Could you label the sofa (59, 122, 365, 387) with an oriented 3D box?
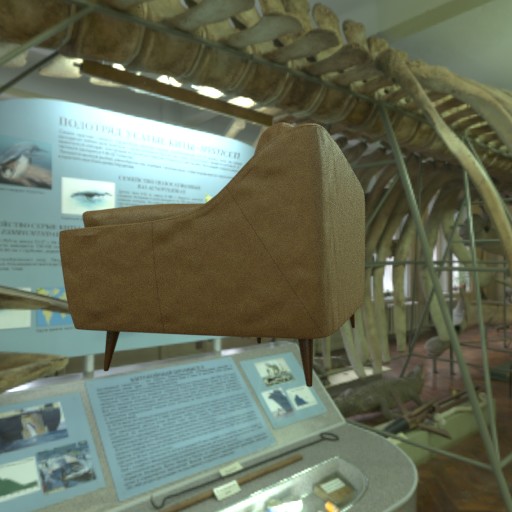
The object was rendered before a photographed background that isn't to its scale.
[{"bbox_3d":[0.000,0.000,2.252,0.981,0.886,1.731,0,-1,18],"label":"sofa"}]
